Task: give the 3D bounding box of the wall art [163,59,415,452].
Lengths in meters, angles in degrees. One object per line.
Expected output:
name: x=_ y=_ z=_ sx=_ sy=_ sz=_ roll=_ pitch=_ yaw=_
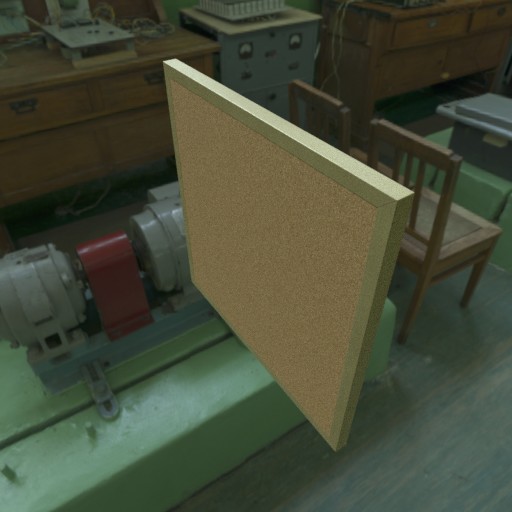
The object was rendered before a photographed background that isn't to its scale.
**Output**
wall art: x=0.000 y=0.000 z=1.126 sx=0.037 sy=0.763 sz=0.763 roll=-24 pitch=46 yaw=-26
